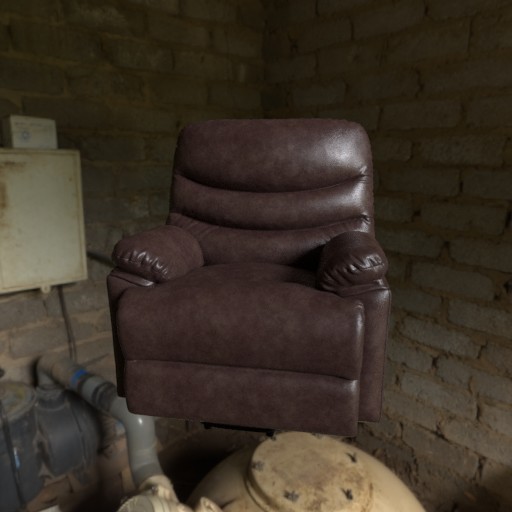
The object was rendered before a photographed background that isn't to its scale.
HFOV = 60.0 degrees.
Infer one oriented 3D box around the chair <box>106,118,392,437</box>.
[{"bbox_3d":[0.000,0.000,1.693,0.940,1.041,0.879,2,14,10],"label":"chair"}]
